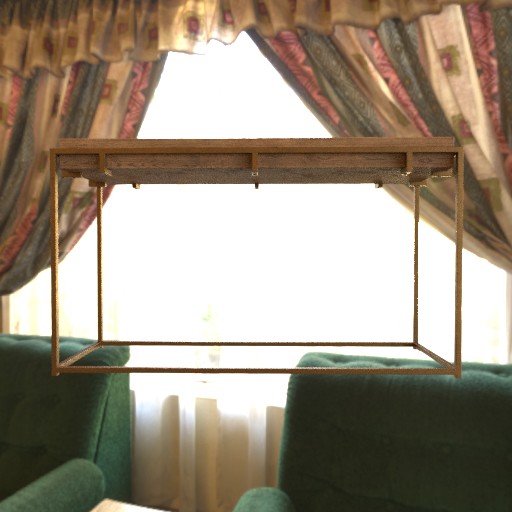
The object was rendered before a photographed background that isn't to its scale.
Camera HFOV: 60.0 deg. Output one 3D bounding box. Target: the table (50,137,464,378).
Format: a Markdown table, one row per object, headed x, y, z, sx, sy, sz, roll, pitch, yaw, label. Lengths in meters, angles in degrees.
| x | y | z | sx | sy | sz | roll | pitch | yaw | label |
| --- | --- | --- | --- | --- | --- | --- | --- | --- | --- |
| 0.000 | 0.000 | 1.726 | 1.400 | 0.820 | 0.440 | 0 | 1 | 1 | table |
